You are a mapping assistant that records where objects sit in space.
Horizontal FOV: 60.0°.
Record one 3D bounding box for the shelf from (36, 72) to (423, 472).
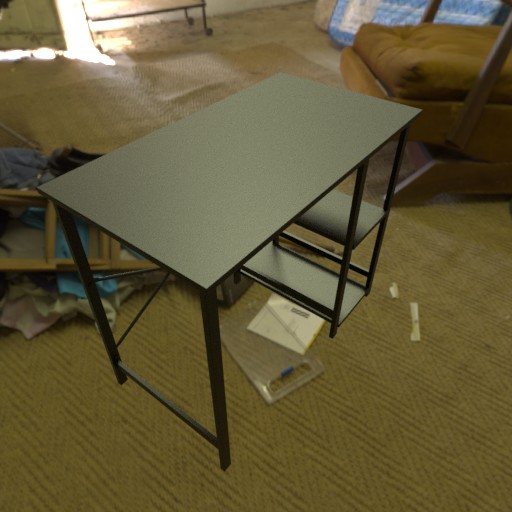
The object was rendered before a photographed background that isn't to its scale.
[{"bbox_3d":[0.000,0.000,1.353,0.498,0.749,0.902,27,48,28],"label":"shelf"}]
